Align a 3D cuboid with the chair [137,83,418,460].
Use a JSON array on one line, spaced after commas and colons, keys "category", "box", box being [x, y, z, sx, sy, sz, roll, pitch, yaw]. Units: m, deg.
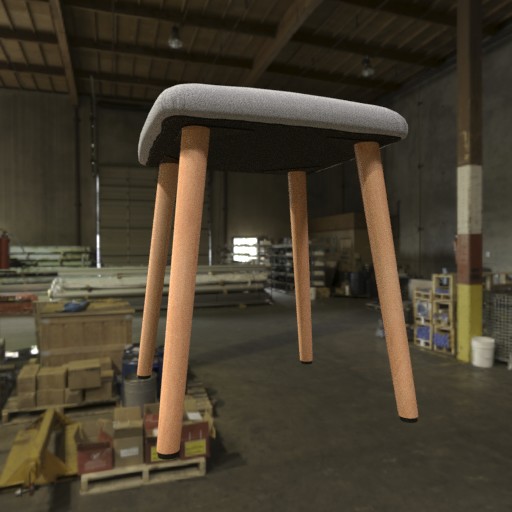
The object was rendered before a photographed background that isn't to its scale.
[{"category": "chair", "box": [0.000, 0.000, 0.695, 0.350, 0.440, 0.350, 0, 1, -19]}]
